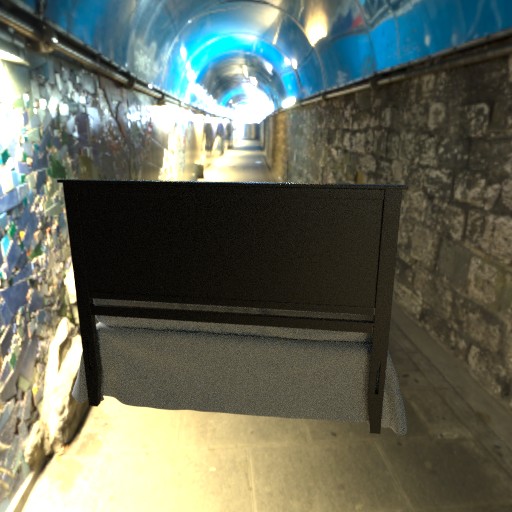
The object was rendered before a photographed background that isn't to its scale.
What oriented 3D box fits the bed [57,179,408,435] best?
[{"bbox_3d":[0.000,0.000,3.174,1.870,1.270,2.050,2,16,8],"label":"bed"}]
